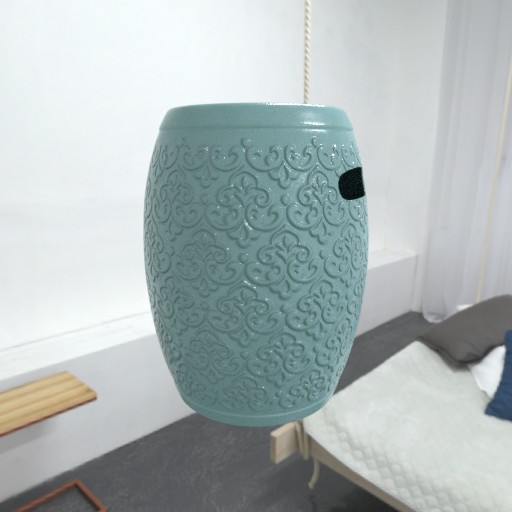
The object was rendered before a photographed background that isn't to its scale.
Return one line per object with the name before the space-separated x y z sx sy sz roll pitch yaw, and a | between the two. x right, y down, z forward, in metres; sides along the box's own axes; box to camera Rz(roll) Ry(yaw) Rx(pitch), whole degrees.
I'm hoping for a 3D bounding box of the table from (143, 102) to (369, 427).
table | 0.000 0.000 0.631 0.309 0.397 0.309 0 14 0
